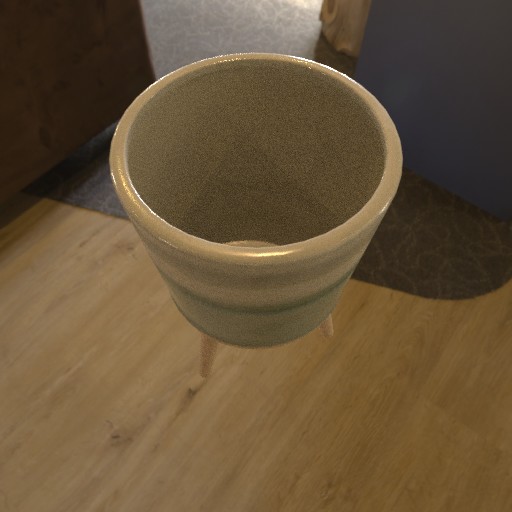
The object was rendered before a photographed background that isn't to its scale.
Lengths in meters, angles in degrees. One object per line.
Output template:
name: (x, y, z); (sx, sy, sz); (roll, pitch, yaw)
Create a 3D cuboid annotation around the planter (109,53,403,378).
planter: (0.000, 0.000, 0.573); (0.265, 0.404, 0.265); (-31, 63, -18)
